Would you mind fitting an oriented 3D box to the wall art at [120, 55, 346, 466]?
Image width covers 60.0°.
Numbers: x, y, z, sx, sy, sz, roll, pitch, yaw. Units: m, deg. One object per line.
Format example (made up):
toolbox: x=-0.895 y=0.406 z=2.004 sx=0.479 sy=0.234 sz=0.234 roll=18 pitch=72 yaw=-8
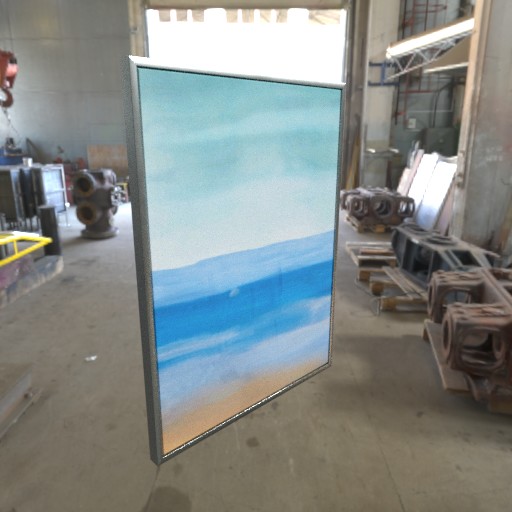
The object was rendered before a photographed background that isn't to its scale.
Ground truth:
wall art: x=0.000 y=0.000 z=1.382 sx=0.803 sy=1.062 sz=0.041 roll=-14 pitch=21 yaw=-42
